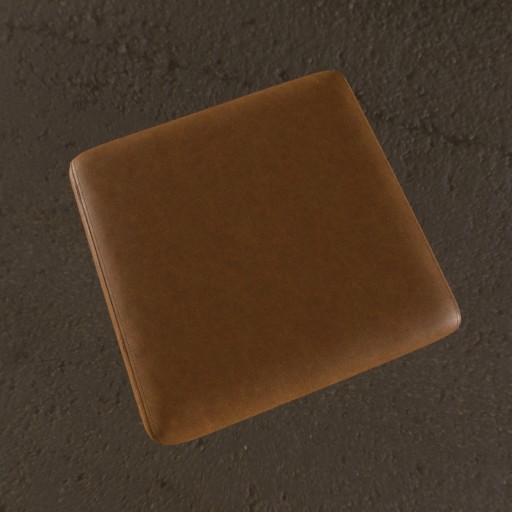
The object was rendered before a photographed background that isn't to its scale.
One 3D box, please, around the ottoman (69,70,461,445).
[{"bbox_3d":[0.000,0.000,1.055,0.650,0.399,0.650,-20,77,-5],"label":"ottoman"}]
